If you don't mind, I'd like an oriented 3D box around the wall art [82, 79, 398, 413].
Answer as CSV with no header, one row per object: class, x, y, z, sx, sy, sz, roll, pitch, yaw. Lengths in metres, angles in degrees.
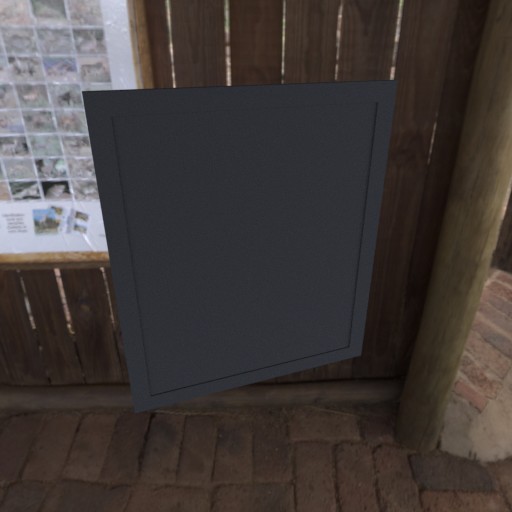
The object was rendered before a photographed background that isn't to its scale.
wall art,0.000,0.000,0.500,0.311,0.361,0.010,-9,28,-18
